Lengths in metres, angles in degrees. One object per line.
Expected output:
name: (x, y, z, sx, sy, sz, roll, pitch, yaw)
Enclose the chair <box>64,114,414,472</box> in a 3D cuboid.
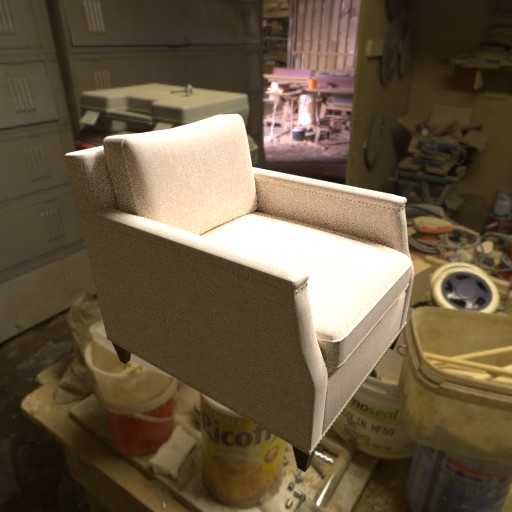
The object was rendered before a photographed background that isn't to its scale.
chair: (0.000, 0.000, 1.734, 1.041, 0.940, 0.838, 18, 32, 32)
